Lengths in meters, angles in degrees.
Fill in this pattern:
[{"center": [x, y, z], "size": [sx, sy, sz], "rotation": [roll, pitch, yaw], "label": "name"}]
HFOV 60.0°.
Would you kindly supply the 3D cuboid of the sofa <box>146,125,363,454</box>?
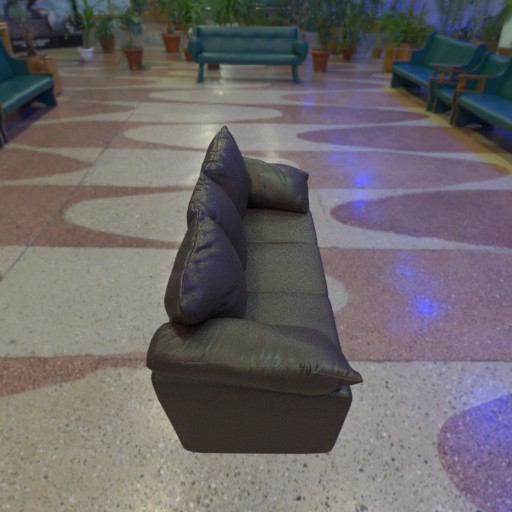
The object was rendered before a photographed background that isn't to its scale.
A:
[{"center": [0.000, 0.000, 2.836], "size": [0.907, 1.091, 2.390], "rotation": [0, 32, 0], "label": "sofa"}]
